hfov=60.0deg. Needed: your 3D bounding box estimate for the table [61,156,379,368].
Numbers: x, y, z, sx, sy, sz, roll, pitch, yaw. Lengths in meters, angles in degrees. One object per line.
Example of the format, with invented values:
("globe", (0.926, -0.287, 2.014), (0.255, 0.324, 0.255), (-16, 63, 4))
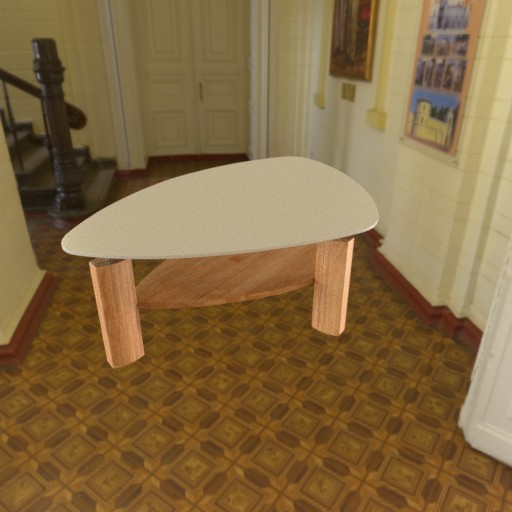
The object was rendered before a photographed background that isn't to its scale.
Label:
("table", (0.000, 0.000, 1.647), (0.850, 0.440, 1.250), (17, 31, 31))
